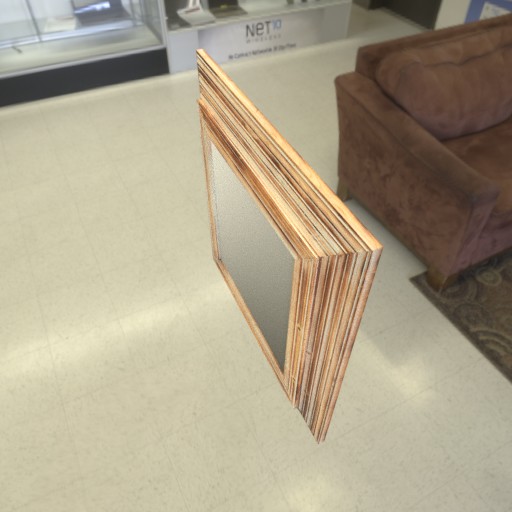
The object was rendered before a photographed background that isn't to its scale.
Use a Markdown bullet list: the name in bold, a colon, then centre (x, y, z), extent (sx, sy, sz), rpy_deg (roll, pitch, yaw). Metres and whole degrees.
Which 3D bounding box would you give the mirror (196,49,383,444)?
- **mirror**: centre (0.000, 0.000, 1.215), extent (0.061, 0.804, 0.804), rpy_deg (-19, 50, -16)
